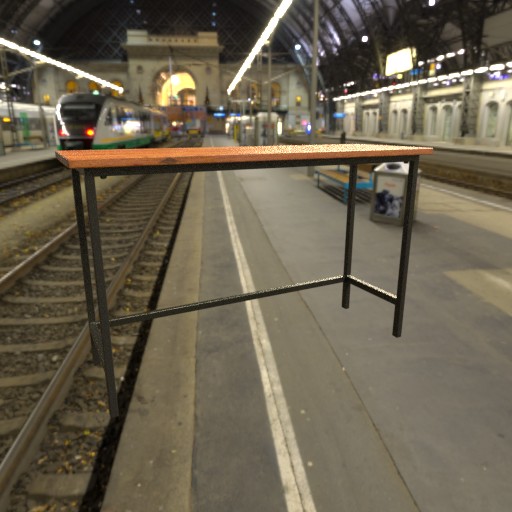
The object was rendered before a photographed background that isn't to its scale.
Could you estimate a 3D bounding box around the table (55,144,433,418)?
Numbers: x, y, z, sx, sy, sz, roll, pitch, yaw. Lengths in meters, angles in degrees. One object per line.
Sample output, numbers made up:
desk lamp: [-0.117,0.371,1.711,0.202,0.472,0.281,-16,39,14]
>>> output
table: [0.000,0.000,1.580,1.204,0.740,0.408,-8,18,-26]
